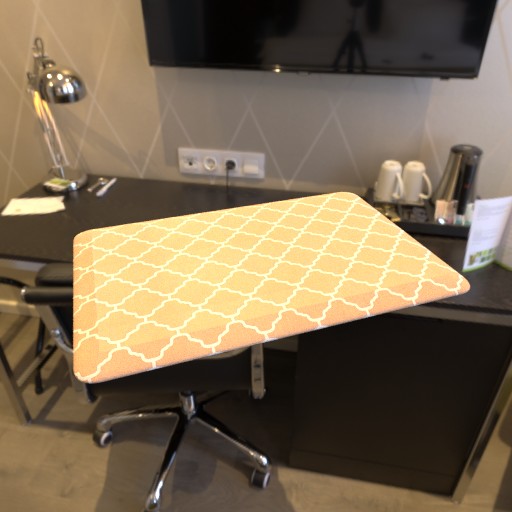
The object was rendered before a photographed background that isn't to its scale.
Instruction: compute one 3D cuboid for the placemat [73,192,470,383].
[{"bbox_3d":[0.000,0.000,0.976,0.762,0.021,0.508,-10,34,-16],"label":"placemat"}]
